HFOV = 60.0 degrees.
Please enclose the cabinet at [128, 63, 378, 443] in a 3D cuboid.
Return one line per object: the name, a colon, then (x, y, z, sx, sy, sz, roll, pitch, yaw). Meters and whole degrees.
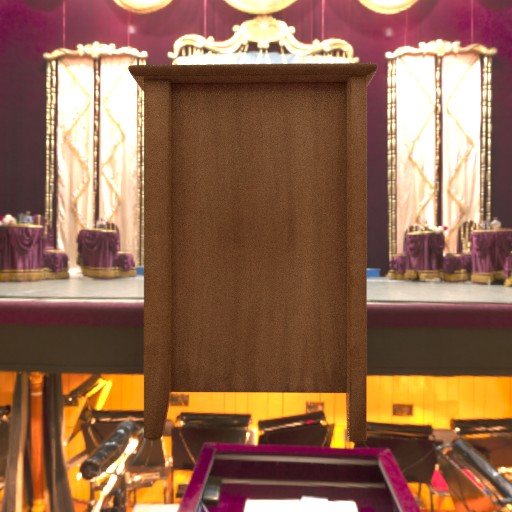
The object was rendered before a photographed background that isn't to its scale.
cabinet: (0.000, 0.000, 1.258, 0.503, 0.762, 0.763, 0, 0, 1)
